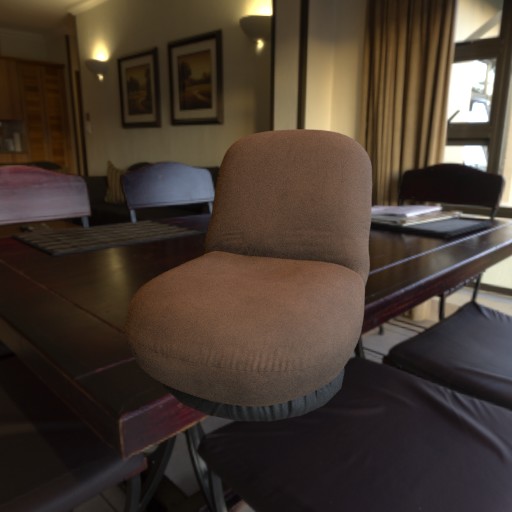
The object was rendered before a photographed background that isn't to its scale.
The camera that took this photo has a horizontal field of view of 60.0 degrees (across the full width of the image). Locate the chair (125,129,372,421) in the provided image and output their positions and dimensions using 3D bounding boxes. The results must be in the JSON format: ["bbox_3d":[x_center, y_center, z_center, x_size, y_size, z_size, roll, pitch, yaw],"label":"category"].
[{"bbox_3d":[0.000,0.000,1.054,0.521,0.594,0.597,7,15,25],"label":"chair"}]
